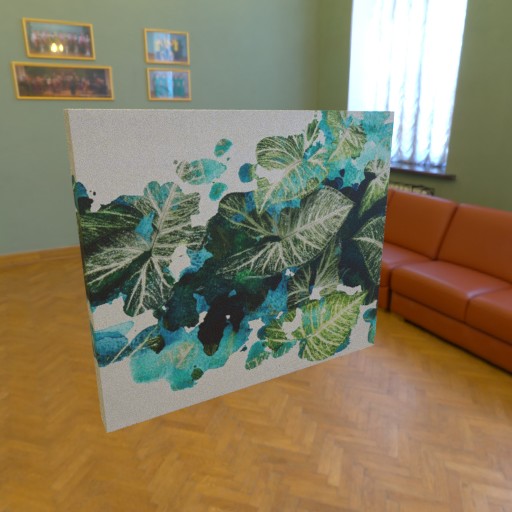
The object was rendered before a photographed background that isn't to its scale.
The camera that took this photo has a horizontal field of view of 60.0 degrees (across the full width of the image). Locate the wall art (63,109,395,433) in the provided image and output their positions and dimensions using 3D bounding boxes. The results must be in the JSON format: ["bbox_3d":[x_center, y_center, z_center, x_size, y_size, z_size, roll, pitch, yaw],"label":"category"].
[{"bbox_3d":[0.000,0.000,0.696,0.507,0.435,0.041,-10,20,-28],"label":"wall art"}]
